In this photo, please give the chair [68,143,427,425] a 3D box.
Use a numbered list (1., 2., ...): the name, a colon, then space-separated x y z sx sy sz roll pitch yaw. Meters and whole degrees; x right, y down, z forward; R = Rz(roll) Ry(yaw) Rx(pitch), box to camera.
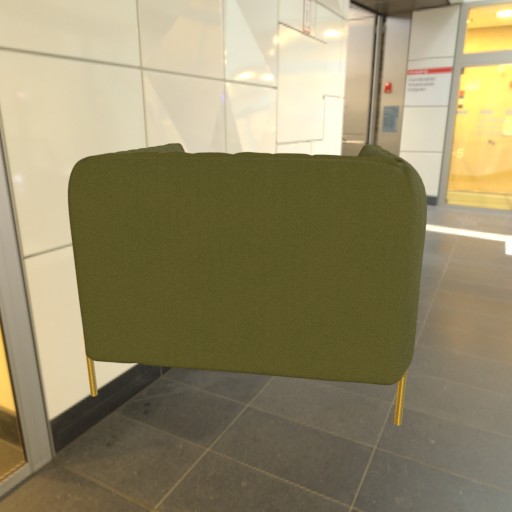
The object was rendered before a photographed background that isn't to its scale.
1. chair: 0.000 0.000 1.639 1.032 0.794 0.877 3 17 8
